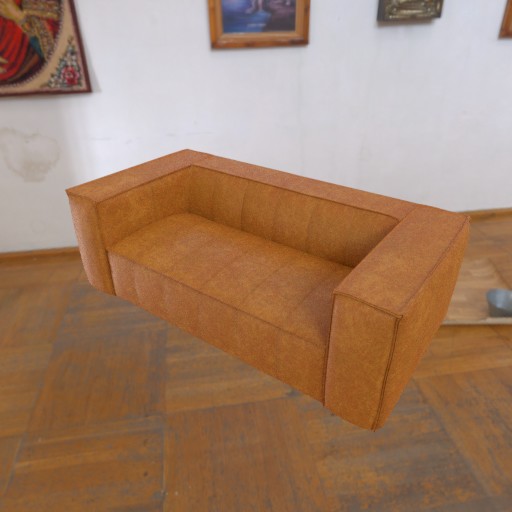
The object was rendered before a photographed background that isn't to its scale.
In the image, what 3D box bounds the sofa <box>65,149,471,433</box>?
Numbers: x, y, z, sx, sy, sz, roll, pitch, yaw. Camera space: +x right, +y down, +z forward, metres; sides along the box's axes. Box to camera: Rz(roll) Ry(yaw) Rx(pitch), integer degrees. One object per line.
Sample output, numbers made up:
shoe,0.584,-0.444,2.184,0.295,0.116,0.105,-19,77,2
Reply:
sofa,0.000,0.000,2.626,2.088,0.703,1.102,20,36,30
